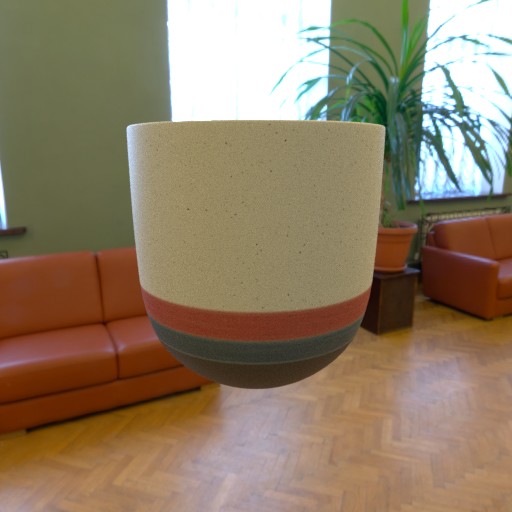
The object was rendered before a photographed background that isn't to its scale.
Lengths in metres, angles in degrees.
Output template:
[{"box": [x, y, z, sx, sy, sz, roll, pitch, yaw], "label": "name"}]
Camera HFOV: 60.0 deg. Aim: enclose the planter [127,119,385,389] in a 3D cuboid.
[{"box": [0.000, 0.000, 0.386, 0.204, 0.214, 0.204, 0, 13, 0], "label": "planter"}]
